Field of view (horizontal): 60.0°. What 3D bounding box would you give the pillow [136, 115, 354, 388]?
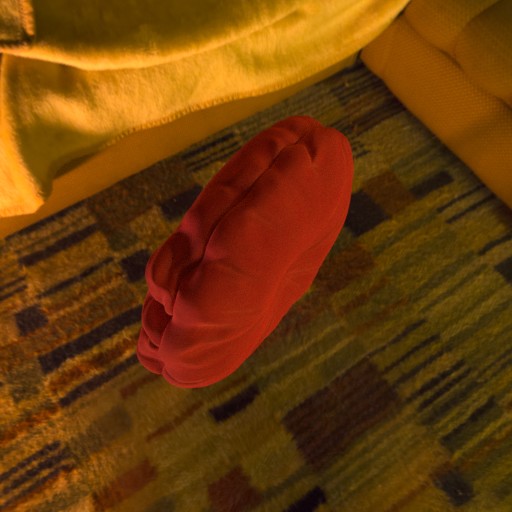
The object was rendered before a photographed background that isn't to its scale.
[{"bbox_3d":[0.000,0.000,0.645,0.148,0.407,0.428,34,69,15],"label":"pillow"}]
